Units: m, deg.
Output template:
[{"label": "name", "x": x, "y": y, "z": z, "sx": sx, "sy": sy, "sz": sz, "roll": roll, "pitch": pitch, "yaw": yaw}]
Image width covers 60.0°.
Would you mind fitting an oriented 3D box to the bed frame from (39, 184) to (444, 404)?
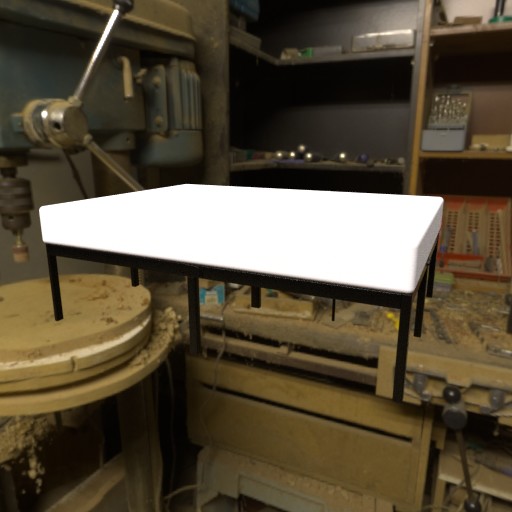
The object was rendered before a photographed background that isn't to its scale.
[{"label": "bed frame", "x": 0.000, "y": 0.000, "z": 2.674, "sx": 1.956, "sy": 0.659, "sz": 1.408, "roll": 7, "pitch": 16, "yaw": 25}]
